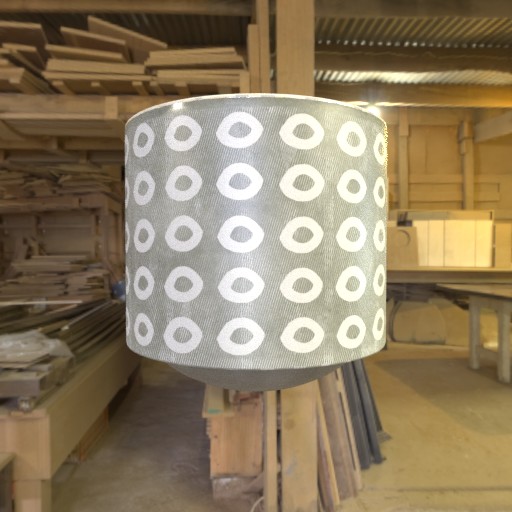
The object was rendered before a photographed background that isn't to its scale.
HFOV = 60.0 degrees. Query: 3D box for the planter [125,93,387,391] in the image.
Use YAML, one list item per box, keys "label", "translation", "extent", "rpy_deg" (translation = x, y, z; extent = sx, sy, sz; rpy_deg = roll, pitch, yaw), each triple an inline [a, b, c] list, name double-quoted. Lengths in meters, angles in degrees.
- label: "planter"
  translation: [0.000, 0.000, 0.444]
  extent: [0.250, 0.239, 0.250]
  rpy_deg: [0, 1, 0]
